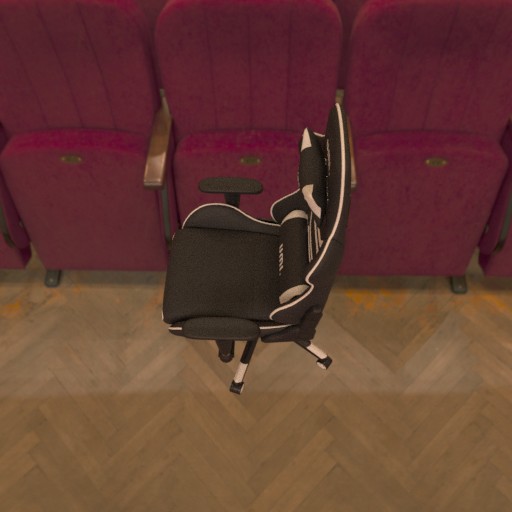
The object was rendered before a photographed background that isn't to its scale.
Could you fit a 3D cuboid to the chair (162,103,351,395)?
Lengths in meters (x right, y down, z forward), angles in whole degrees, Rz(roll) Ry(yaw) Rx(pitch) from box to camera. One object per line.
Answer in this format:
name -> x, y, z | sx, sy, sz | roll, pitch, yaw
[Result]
chair -> 0.000, 0.000, 1.594 | 0.700, 1.240, 0.700 | 1, 59, 1
